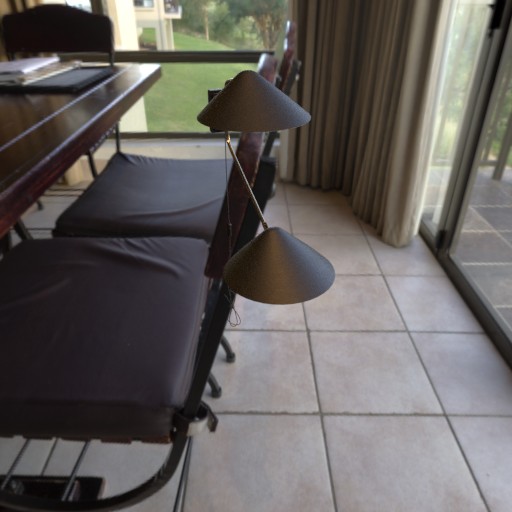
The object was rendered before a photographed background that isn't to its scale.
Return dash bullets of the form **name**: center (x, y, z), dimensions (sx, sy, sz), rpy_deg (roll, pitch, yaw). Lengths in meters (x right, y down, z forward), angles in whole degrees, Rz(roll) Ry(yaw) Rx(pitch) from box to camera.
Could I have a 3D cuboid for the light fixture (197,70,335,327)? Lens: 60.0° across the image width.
- **light fixture**: center (0.000, 0.000, 0.865), dimensions (0.189, 0.665, 0.422), rpy_deg (-10, 33, -16)
